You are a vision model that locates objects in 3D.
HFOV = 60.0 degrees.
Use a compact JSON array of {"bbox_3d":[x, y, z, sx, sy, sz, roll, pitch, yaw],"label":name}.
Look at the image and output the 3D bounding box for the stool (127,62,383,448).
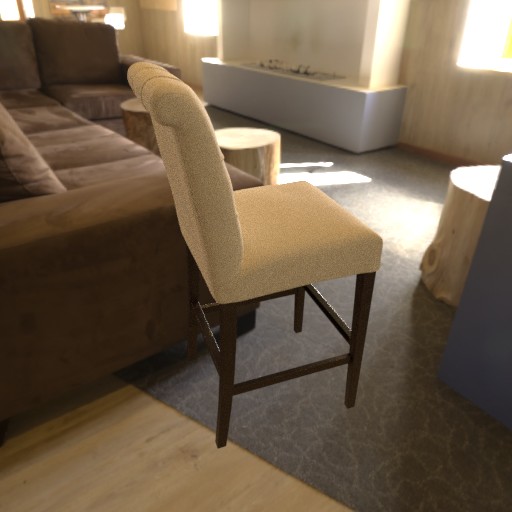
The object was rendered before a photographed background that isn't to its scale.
[{"bbox_3d":[0.000,0.000,1.402,0.610,1.118,0.482,-11,32,-17],"label":"stool"}]
